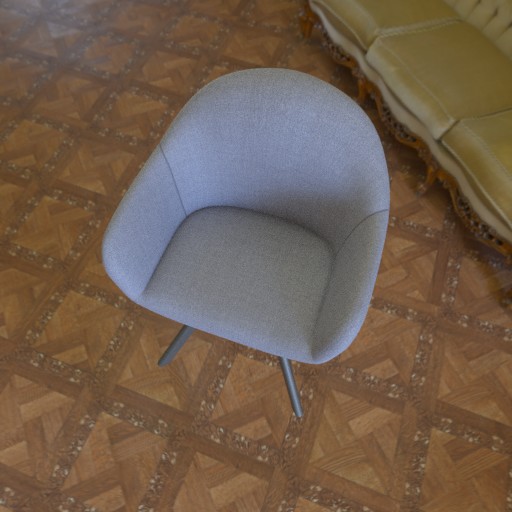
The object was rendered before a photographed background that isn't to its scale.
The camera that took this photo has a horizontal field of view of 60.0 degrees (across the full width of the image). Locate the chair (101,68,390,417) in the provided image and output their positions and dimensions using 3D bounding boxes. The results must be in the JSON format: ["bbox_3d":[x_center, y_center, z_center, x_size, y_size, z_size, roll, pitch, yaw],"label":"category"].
[{"bbox_3d":[0.000,0.000,1.192,0.590,0.795,0.550,17,61,10],"label":"chair"}]
